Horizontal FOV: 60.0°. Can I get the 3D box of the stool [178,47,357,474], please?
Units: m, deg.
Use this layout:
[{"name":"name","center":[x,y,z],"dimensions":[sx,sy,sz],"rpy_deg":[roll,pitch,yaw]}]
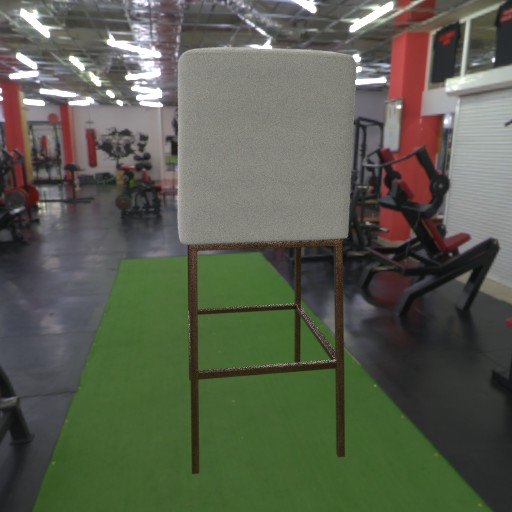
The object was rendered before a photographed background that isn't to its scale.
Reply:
[{"name":"stool","center":[0.000,0.000,1.366],"dimensions":[0.462,1.084,0.546],"rpy_deg":[-2,14,-9]}]
